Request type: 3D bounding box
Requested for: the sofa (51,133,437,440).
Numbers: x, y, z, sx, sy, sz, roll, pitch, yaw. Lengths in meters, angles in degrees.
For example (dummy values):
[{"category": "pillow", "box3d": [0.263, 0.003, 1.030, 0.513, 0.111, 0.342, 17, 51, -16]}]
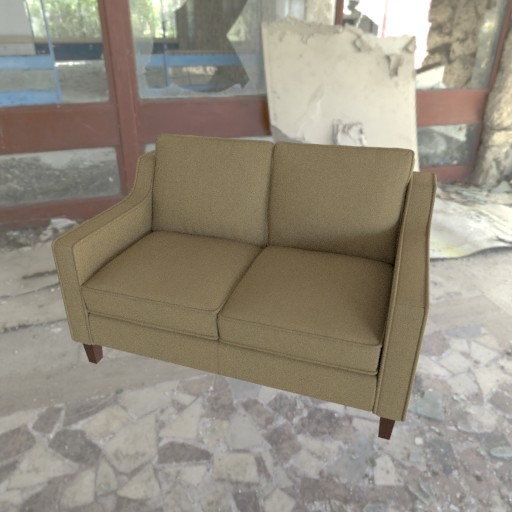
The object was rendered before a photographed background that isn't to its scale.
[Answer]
[{"category": "sofa", "box3d": [0.000, 0.000, 2.098, 1.501, 0.971, 0.987, 9, 29, 17]}]
